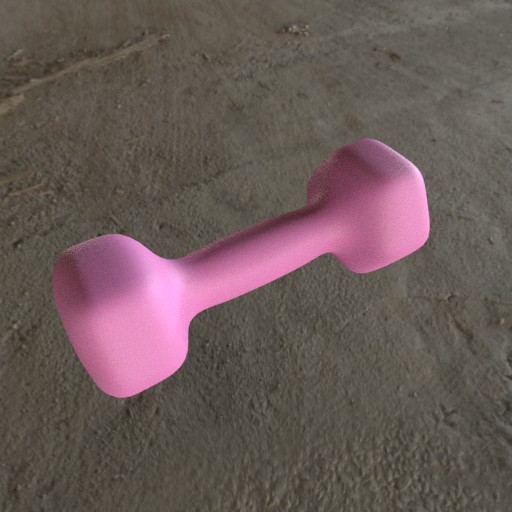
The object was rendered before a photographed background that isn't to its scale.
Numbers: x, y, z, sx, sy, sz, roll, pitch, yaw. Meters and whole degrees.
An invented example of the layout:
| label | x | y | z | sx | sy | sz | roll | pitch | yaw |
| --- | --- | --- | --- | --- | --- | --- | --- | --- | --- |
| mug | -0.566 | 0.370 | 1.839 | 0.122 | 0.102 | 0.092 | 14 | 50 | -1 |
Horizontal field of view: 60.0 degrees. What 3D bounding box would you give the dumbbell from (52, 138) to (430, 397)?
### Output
| label | x | y | z | sx | sy | sz | roll | pitch | yaw |
| --- | --- | --- | --- | --- | --- | --- | --- | --- | --- |
| dumbbell | 0.000 | 0.000 | 0.190 | 0.159 | 0.058 | 0.064 | -23 | 51 | -20 |
